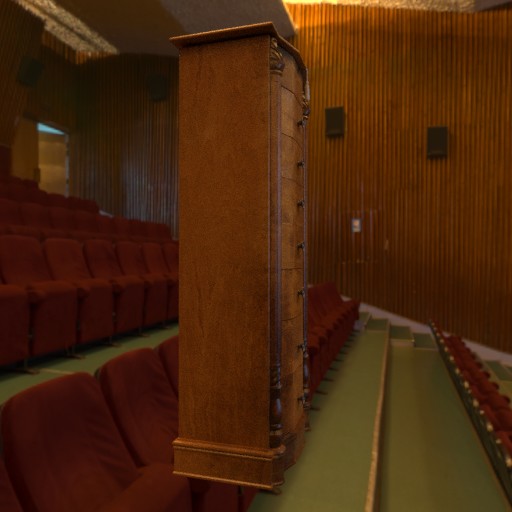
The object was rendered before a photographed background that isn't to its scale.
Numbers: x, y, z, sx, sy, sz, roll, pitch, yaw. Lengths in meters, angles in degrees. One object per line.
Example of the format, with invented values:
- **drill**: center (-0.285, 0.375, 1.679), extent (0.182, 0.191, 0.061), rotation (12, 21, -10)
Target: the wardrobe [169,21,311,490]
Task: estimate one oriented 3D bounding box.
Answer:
- **wardrobe**: center (0.000, 0.000, 1.120), extent (0.273, 0.959, 0.406), rotation (0, -1, 17)
